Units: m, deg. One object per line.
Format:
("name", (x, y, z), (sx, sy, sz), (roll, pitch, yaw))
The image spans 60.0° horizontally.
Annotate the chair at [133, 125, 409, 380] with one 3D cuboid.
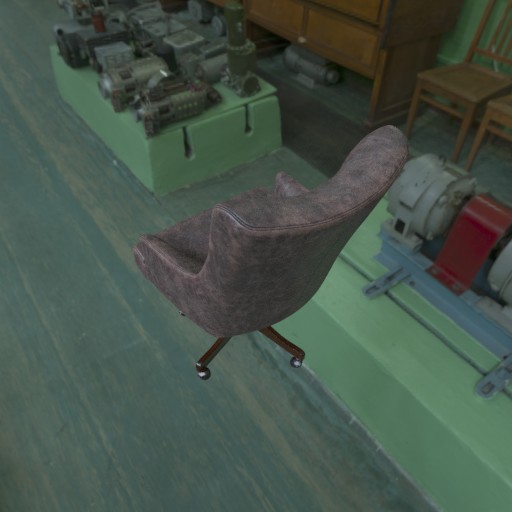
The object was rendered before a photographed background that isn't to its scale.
("chair", (0.000, 0.000, 1.563), (0.641, 1.035, 0.762), (-29, 52, -25))
